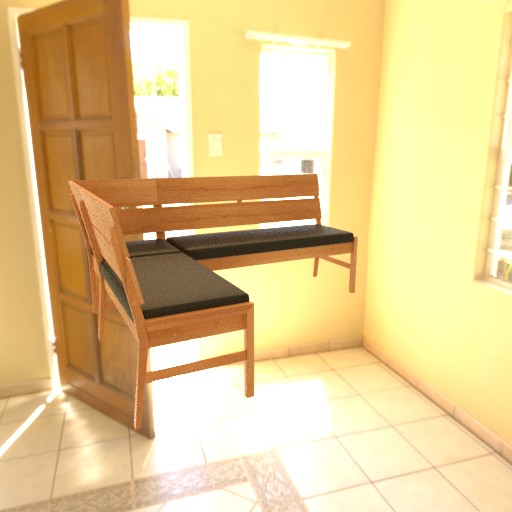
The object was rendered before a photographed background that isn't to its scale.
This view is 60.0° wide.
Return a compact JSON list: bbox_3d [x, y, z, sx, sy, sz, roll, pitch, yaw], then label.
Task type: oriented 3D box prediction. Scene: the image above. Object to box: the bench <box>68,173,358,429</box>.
[{"bbox_3d":[0.000,0.000,2.747,1.948,0.890,1.548,-7,15,-26],"label":"bench"}]
